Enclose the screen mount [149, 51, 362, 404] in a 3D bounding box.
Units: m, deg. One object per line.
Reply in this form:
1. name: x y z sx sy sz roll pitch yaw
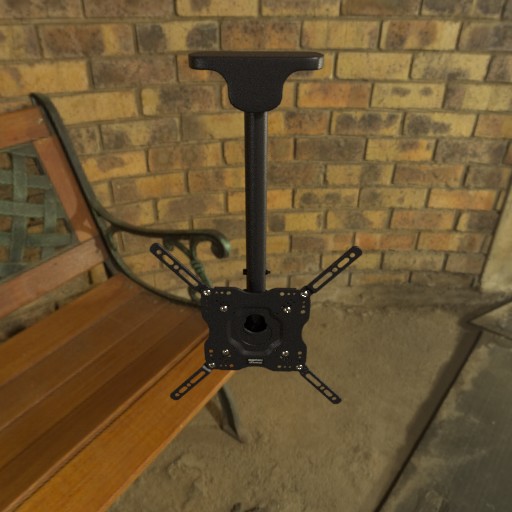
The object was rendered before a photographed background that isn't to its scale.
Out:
1. screen mount: 0.000 0.000 0.874 0.393 0.729 0.090 1 30 2
